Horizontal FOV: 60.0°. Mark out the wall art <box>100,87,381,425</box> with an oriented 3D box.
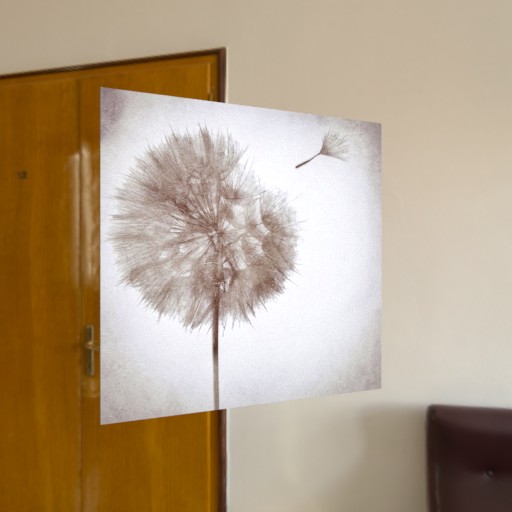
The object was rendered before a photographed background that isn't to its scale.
[{"bbox_3d":[0.000,0.000,1.148,0.762,0.762,0.027,0,0,-21],"label":"wall art"}]
